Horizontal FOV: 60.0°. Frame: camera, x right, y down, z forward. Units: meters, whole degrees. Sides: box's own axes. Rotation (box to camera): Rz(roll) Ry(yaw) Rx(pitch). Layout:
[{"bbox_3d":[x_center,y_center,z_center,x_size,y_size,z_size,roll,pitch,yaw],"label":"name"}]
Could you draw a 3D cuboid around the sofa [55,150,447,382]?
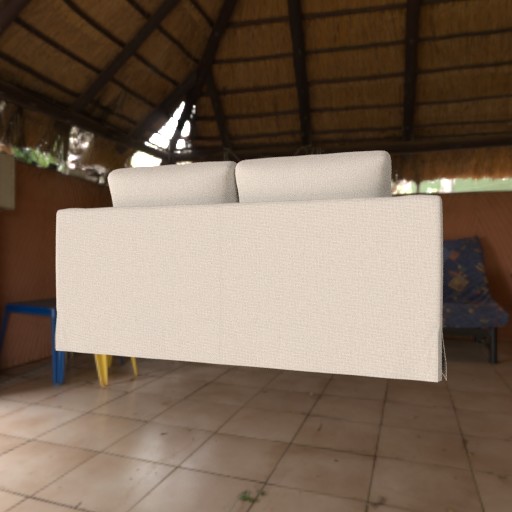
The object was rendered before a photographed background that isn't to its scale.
[{"bbox_3d":[0.000,0.000,2.392,1.813,0.932,1.009,0,0,18],"label":"sofa"}]
